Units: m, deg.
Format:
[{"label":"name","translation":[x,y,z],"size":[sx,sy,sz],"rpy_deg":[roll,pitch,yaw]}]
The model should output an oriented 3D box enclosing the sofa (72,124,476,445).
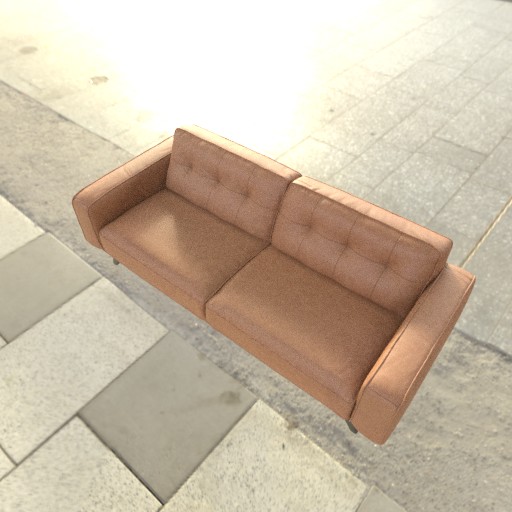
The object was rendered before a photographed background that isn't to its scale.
[{"label":"sofa","translation":[0.000,0.000,2.679],"size":[2.270,0.780,0.953],"rpy_deg":[30,54,25]}]
